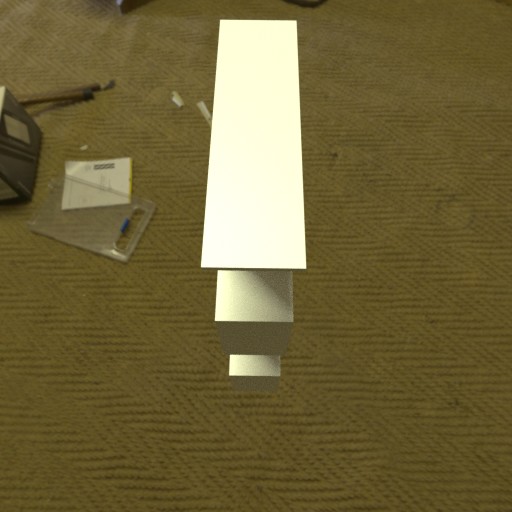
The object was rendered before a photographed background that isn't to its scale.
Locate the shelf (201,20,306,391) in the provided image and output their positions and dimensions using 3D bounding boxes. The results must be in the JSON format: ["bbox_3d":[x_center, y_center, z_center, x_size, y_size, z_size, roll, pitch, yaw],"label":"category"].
[{"bbox_3d":[0.000,0.000,1.981,0.250,1.650,0.890,1,63,0],"label":"shelf"}]
